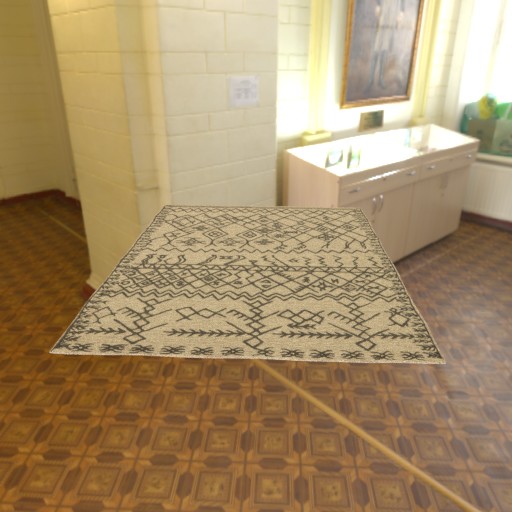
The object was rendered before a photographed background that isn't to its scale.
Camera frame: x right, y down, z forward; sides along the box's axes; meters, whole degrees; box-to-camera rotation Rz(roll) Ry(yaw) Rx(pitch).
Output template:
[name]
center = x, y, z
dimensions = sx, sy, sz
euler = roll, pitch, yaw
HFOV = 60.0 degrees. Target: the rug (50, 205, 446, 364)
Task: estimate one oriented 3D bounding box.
[rug]
center = 0.000, 0.000, 3.275
dimensions = 1.964, 0.025, 2.455
euler = 1, 24, 2
